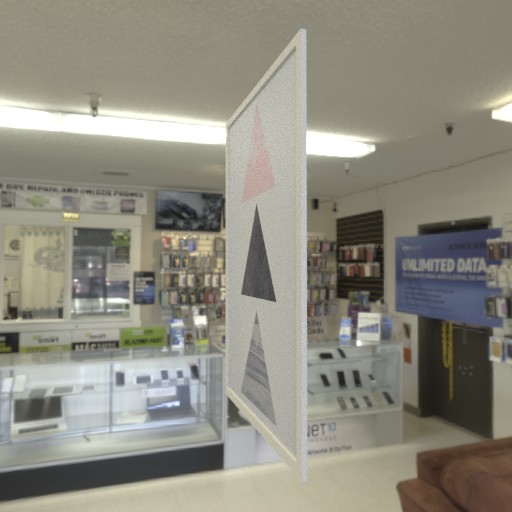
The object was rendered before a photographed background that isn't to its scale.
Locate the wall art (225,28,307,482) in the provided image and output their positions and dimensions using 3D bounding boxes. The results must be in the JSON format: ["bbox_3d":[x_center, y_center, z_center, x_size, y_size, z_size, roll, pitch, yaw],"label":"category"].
[{"bbox_3d":[0.000,0.000,1.234,0.013,0.940,0.659,0,-1,-18],"label":"wall art"}]
